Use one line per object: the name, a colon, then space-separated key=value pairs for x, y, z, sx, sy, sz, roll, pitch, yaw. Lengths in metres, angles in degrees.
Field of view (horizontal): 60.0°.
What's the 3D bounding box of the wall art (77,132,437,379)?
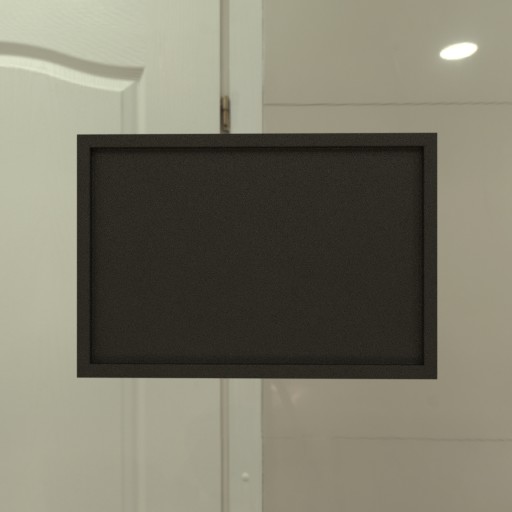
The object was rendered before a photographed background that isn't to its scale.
wall art: x=0.000 y=0.000 z=0.555 sx=0.443 sy=0.301 sz=0.021 roll=0 pitch=0 yaw=1
